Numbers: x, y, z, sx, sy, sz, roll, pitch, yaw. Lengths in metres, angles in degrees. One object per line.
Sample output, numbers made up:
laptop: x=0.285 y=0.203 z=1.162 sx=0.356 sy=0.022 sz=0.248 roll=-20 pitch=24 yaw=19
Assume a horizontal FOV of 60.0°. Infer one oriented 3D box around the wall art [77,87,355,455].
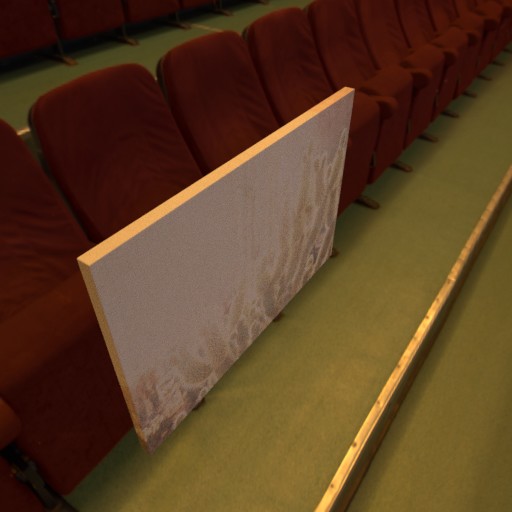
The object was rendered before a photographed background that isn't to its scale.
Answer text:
wall art: x=0.000 y=0.000 z=1.444 sx=0.041 sy=0.758 sz=1.142 roll=25 pitch=46 yaw=26
